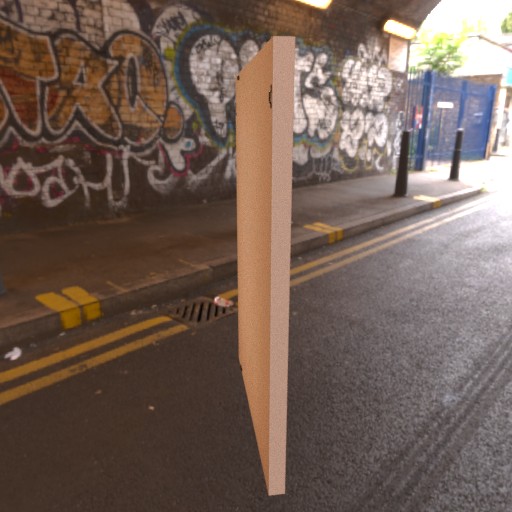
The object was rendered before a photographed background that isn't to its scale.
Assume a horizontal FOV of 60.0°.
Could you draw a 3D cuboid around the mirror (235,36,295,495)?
[{"bbox_3d":[0.000,0.000,1.133,0.041,0.915,0.609,-2,16,-8],"label":"mirror"}]
